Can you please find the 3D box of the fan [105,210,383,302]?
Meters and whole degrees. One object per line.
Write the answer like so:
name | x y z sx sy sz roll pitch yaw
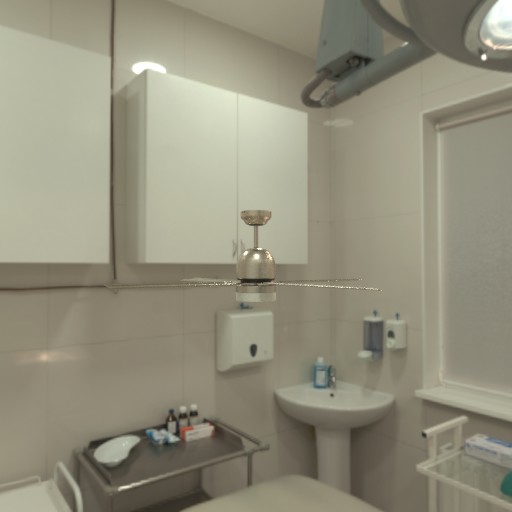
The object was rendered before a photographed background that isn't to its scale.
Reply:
fan | 0.000 0.000 2.038 1.346 0.406 1.346 1 -2 -37
